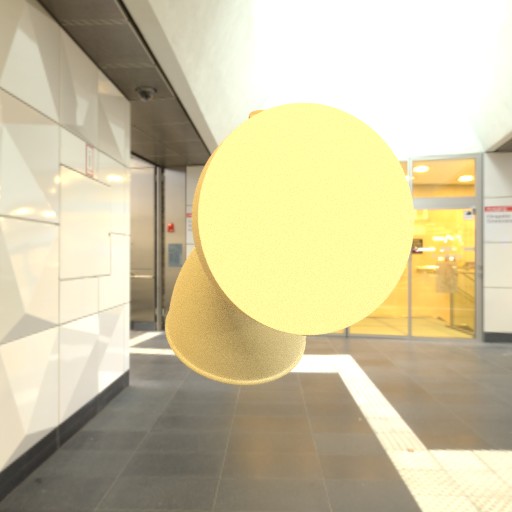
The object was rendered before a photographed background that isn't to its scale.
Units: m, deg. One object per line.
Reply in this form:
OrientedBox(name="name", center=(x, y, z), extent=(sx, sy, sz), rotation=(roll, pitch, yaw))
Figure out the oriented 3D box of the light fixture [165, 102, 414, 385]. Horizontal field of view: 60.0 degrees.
OrientedBox(name="light fixture", center=(0.000, 0.000, 0.337), extent=(0.127, 0.199, 0.209), rotation=(0, 0, -18))
